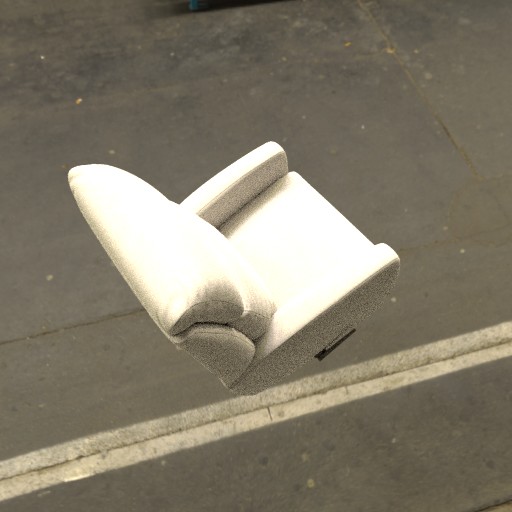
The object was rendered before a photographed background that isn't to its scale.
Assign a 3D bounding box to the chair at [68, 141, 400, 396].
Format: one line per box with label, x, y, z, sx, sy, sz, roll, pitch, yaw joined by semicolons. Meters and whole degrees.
chair;0.000;0.000;1.684;0.941;1.015;0.812;-32;63;-19
